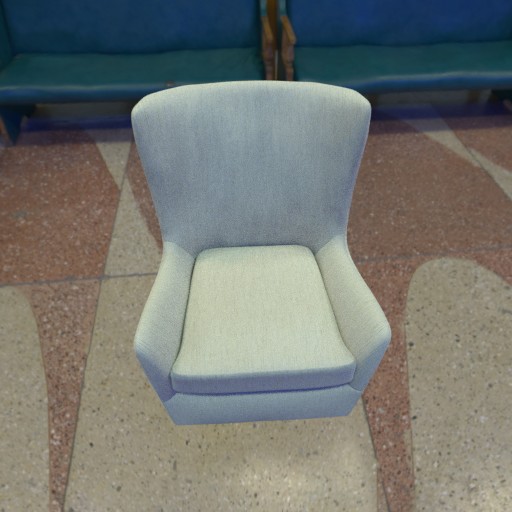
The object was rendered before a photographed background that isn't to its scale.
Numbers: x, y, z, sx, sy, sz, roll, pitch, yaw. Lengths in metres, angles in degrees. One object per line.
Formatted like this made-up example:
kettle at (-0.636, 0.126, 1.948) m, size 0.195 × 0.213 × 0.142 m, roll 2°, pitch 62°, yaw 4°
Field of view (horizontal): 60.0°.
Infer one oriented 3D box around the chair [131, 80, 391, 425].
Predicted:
chair at (0.000, 0.000, 1.646) m, size 0.779 × 1.000 × 0.904 m, roll -2°, pitch 46°, yaw -2°
